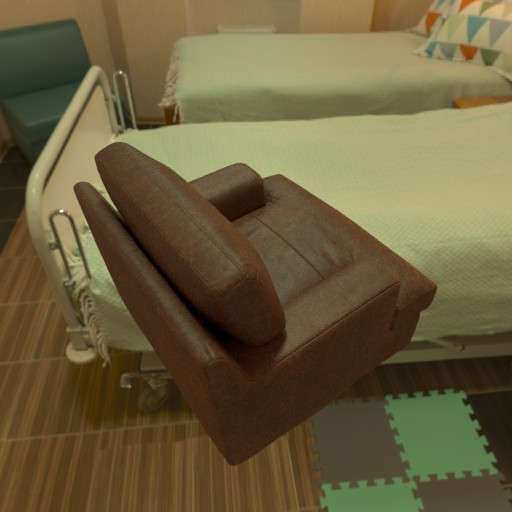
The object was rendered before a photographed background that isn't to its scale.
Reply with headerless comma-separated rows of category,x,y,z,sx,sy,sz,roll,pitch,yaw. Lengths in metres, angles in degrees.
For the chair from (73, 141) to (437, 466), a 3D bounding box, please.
chair,0.000,0.000,1.956,1.143,0.939,1.168,-25,47,-25
